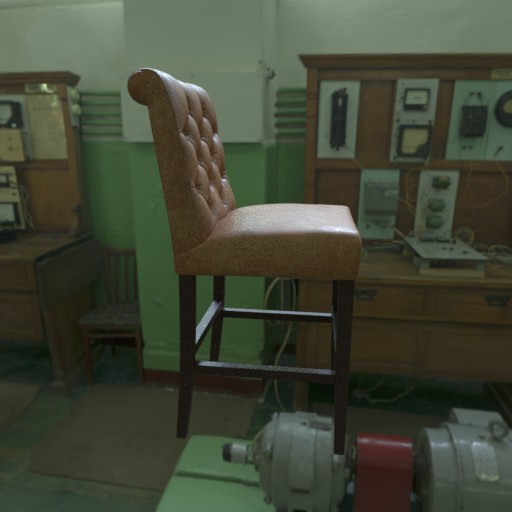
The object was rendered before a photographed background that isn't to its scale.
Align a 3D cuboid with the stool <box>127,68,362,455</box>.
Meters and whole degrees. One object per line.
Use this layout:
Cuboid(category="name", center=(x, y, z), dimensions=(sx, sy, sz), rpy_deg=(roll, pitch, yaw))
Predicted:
Cuboid(category="stool", center=(0.000, 0.000, 1.385), dimensions=(0.601, 1.047, 0.493), rpy_deg=(2, 15, 8))
